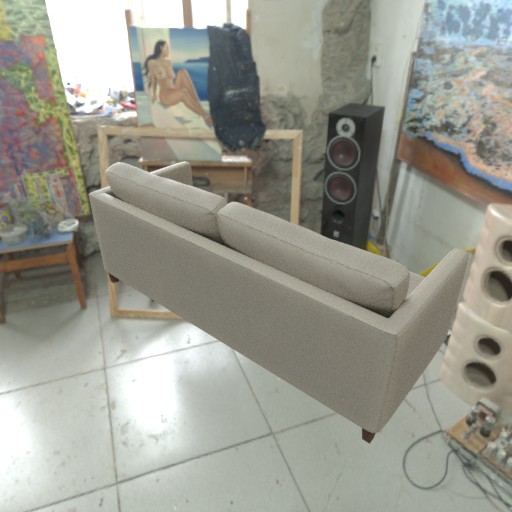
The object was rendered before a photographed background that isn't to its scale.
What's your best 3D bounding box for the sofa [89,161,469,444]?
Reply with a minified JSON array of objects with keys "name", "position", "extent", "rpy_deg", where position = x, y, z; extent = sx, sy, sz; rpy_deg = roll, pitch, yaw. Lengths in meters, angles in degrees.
[{"name":"sofa","position":[0.000,0.000,2.925],"extent":[2.361,0.968,0.951],"rpy_deg":[24,38,34]}]
